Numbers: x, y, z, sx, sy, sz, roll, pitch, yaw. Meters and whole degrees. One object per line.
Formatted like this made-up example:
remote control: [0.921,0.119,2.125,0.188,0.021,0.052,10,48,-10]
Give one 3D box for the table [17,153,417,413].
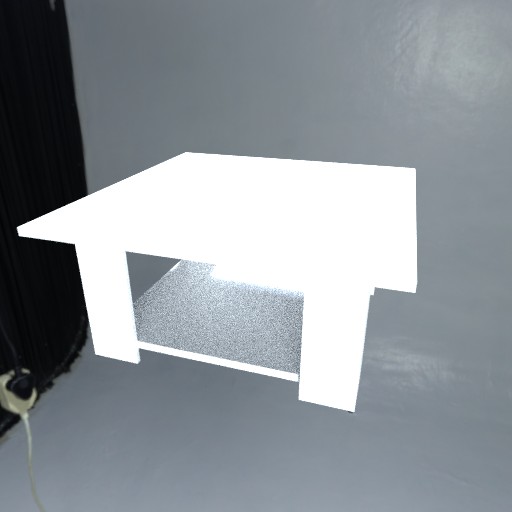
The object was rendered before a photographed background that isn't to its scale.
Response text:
table: [0.000,0.000,1.043,0.670,0.305,0.670,8,26,16]
